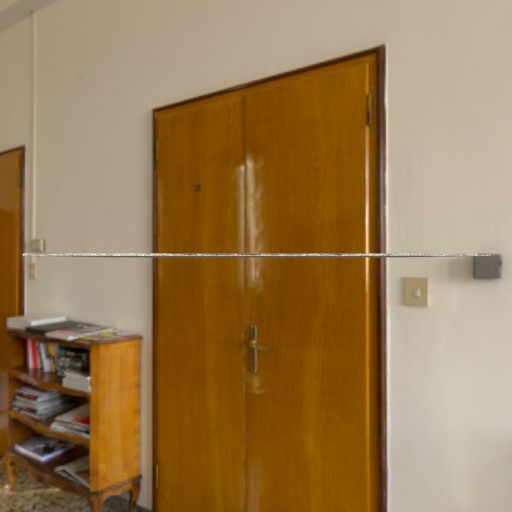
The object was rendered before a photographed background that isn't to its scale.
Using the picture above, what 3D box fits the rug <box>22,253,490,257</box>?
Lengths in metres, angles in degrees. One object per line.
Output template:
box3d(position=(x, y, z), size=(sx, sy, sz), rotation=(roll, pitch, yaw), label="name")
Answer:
box3d(position=(0.000, 0.000, 4.810), size=(3.824, 0.019, 2.393), rotation=(0, 0, -1), label="rug")
